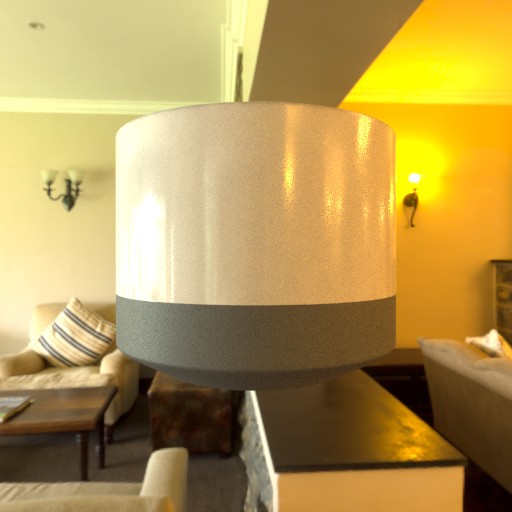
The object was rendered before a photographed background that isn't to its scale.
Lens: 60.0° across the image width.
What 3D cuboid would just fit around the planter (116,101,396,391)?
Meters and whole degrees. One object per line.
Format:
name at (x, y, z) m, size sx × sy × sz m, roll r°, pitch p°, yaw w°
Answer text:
planter at (0.000, 0.000, 0.213) m, size 0.128 × 0.105 × 0.128 m, roll 0°, pitch 0°, yaw 0°
